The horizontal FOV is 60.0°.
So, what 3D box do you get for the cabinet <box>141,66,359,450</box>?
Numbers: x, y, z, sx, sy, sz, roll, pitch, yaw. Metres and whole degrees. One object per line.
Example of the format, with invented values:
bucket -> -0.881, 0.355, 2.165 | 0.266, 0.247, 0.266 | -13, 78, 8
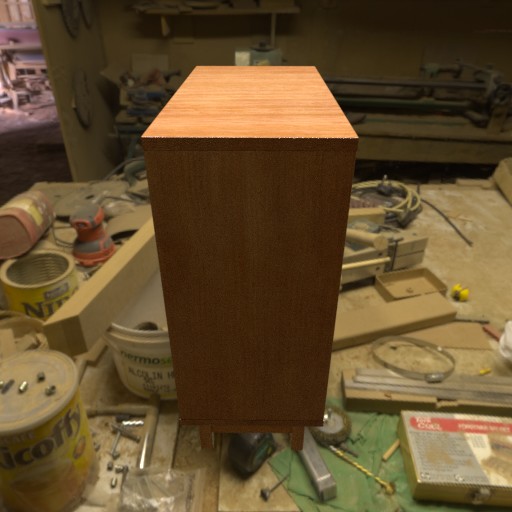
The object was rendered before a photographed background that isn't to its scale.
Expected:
cabinet -> 0.000, 0.000, 1.408 | 0.419, 1.001, 0.800 | 0, 32, 1
